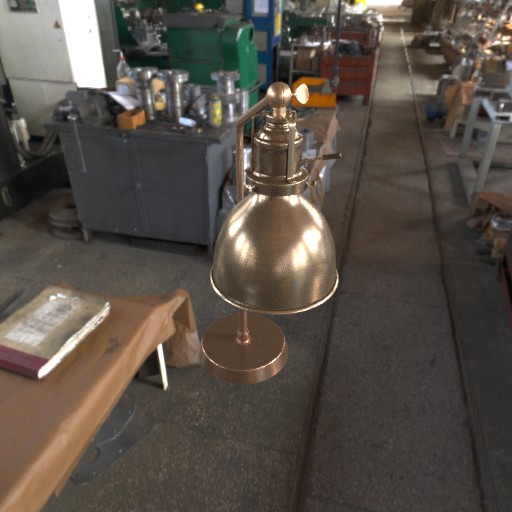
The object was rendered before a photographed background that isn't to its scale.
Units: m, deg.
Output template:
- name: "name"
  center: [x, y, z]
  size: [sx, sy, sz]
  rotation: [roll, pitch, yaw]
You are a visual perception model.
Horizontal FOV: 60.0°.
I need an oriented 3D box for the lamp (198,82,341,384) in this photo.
- name: "lamp"
  center: [0.000, 0.000, 0.582]
  size: [0.153, 0.456, 0.286]
  rotation: [-10, 33, -16]
